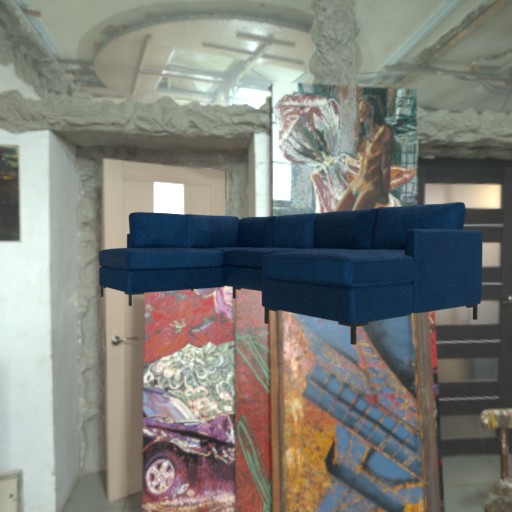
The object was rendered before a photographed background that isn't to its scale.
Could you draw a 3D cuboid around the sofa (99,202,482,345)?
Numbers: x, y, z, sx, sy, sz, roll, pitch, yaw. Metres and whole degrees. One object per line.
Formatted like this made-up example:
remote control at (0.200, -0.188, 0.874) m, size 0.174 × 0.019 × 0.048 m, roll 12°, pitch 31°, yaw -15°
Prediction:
sofa at (0.000, 0.000, 4.348) m, size 2.055 × 0.992 × 3.434 m, roll -1°, pitch 2°, yaw -36°
